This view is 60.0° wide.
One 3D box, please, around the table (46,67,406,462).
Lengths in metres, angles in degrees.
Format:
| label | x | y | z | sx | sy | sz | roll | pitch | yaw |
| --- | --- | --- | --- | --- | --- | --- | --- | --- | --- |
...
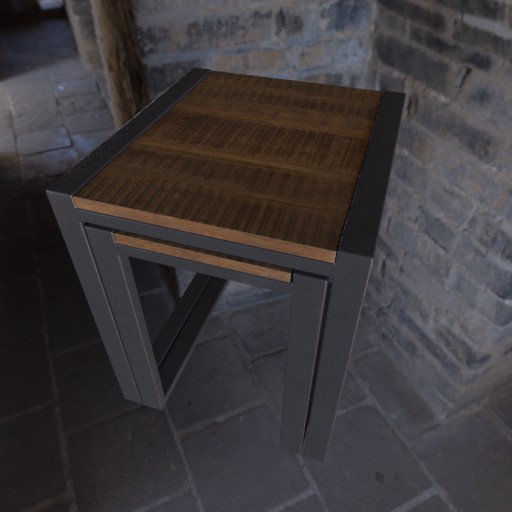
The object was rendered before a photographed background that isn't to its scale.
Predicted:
| label | x | y | z | sx | sy | sz | roll | pitch | yaw |
| --- | --- | --- | --- | --- | --- | --- | --- | --- | --- |
| table | 0.000 | 0.000 | 0.918 | 0.449 | 0.550 | 0.500 | 13 | 44 | 13 |
